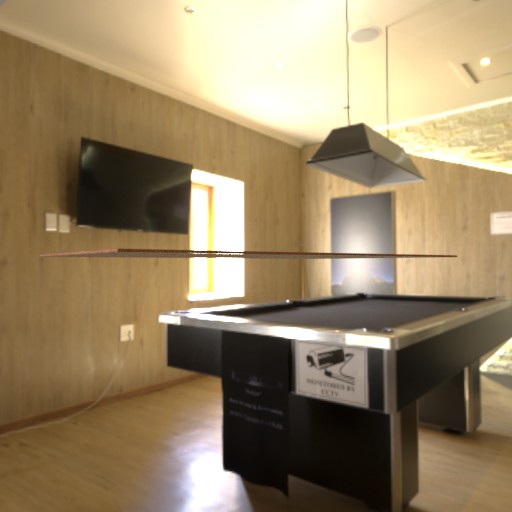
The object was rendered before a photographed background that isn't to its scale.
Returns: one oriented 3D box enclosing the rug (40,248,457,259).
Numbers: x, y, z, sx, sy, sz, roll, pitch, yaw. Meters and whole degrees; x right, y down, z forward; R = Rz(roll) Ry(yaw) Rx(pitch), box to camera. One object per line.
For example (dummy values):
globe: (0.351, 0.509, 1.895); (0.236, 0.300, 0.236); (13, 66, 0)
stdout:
rug: (0.000, 0.000, 3.041); (2.438, 0.014, 1.524); (1, -1, -36)
